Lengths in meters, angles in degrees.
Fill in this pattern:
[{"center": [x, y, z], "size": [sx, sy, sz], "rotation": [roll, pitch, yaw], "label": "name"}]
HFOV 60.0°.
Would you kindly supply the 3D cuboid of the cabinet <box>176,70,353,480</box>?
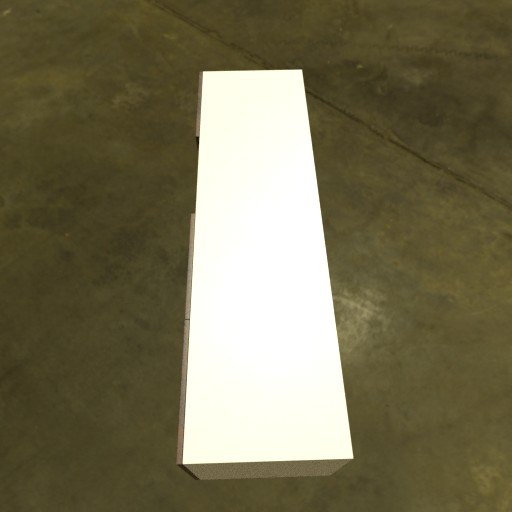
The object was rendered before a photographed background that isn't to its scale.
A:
[{"center": [0.000, 0.000, 1.694], "size": [0.431, 0.533, 1.499], "rotation": [-1, 58, -1], "label": "cabinet"}]
